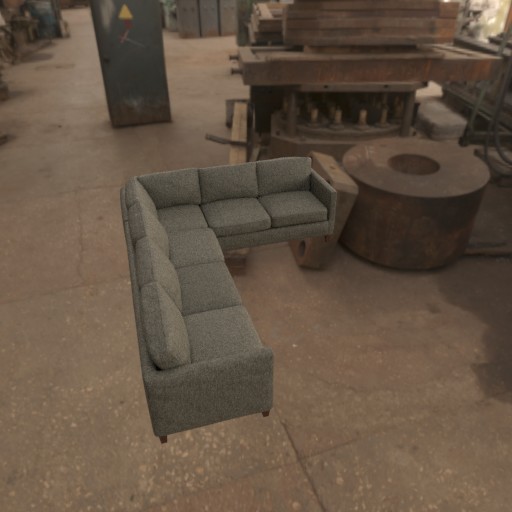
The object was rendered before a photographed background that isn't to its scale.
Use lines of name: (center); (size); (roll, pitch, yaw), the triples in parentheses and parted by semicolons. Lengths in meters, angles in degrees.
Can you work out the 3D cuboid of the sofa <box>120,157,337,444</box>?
sofa: (0.000, 0.000, 4.651); (2.593, 0.947, 3.302); (-9, 34, -14)
